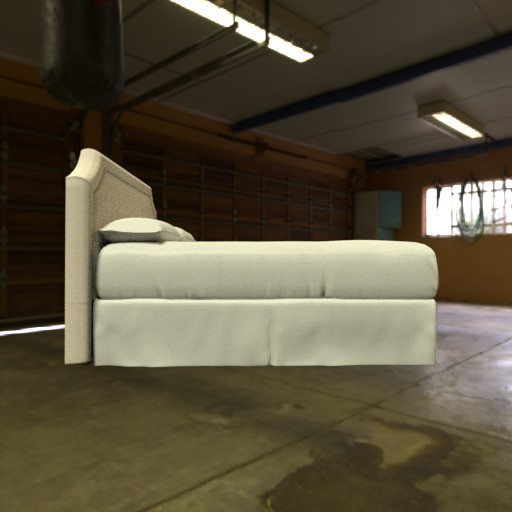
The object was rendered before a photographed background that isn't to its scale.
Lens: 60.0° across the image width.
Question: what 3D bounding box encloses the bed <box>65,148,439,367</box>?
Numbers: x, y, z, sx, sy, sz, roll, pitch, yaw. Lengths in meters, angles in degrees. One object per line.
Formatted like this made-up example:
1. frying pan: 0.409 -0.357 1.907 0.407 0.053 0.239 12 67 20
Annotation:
1. bed: 0.000 0.000 3.369 2.164 1.297 1.828 0 0 0
